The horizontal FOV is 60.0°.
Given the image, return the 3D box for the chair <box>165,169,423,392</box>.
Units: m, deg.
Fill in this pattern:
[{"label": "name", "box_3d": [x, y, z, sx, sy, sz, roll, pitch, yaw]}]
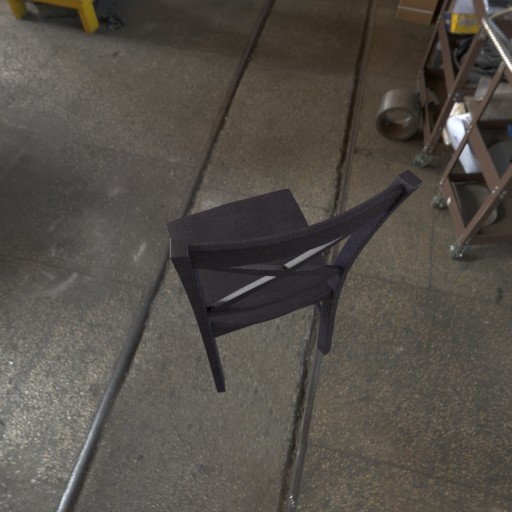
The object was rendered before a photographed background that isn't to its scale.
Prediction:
[{"label": "chair", "box_3d": [0.000, 0.000, 1.320, 0.485, 0.983, 0.542, -17, 59, -11]}]
